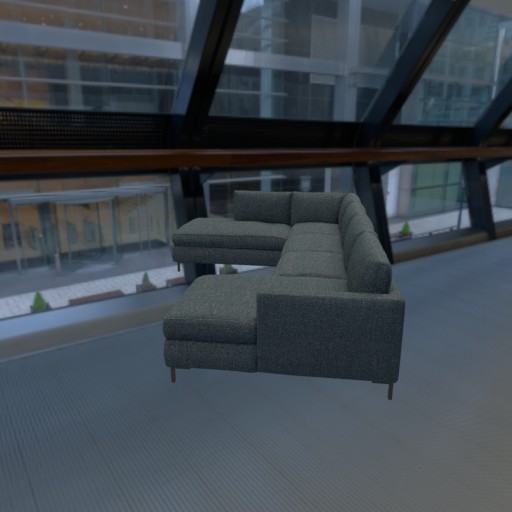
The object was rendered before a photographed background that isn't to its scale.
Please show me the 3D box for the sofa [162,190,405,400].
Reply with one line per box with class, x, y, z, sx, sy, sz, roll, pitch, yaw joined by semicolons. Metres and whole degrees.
sofa;0.000;0.000;3.600;1.879;0.753;2.737;2;16;8
